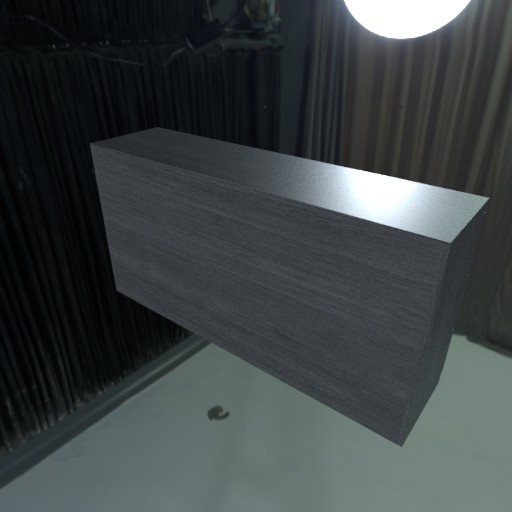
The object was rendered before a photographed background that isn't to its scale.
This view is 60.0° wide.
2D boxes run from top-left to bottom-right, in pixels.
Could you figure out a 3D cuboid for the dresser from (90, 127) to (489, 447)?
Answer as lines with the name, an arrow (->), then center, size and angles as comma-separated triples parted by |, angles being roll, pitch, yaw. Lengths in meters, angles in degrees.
dresser -> 0.000, 0.000, 1.904 | 1.590, 0.795, 0.400 | 21, 35, 33
